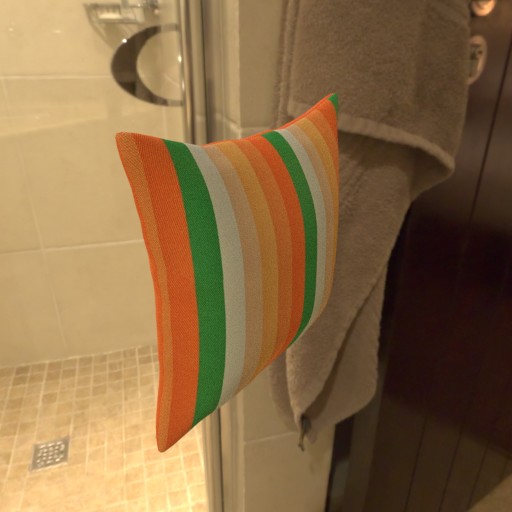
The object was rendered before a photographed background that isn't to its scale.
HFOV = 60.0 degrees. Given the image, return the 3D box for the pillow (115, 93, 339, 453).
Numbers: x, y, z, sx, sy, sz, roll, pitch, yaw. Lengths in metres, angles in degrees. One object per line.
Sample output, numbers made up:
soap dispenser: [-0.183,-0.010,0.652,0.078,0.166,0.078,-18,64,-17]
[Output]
pillow: [0.000,0.000,0.691,0.169,0.444,0.453,18,31,33]
